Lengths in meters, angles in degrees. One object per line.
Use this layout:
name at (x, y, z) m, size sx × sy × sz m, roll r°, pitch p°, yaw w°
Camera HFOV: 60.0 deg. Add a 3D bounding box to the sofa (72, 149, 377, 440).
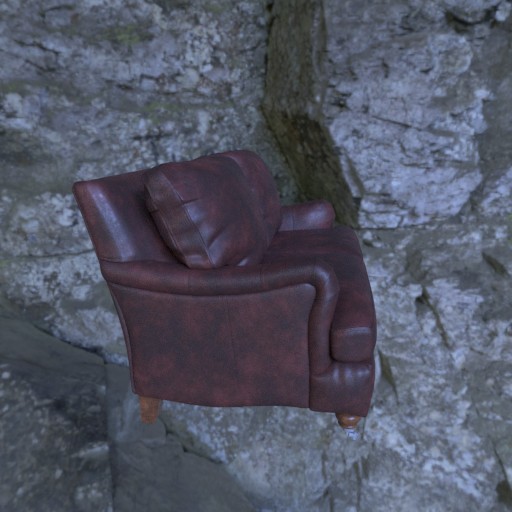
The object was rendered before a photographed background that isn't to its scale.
sofa at (0.000, 0.000, 2.358) m, size 1.148 × 1.070 × 1.628 m, roll 2°, pitch 16°, yaw 9°
